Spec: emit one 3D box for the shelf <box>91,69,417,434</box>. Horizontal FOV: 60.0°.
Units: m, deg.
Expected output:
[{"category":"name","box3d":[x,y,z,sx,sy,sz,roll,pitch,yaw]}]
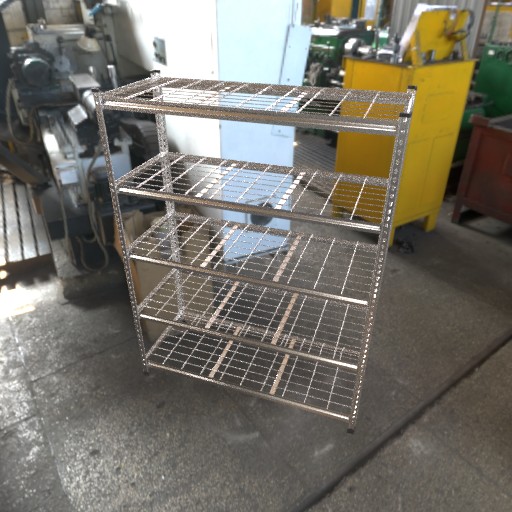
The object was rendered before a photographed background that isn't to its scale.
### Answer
[{"category":"shelf","box3d":[0.000,0.000,2.735,1.524,1.981,0.610,10,33,16]}]
